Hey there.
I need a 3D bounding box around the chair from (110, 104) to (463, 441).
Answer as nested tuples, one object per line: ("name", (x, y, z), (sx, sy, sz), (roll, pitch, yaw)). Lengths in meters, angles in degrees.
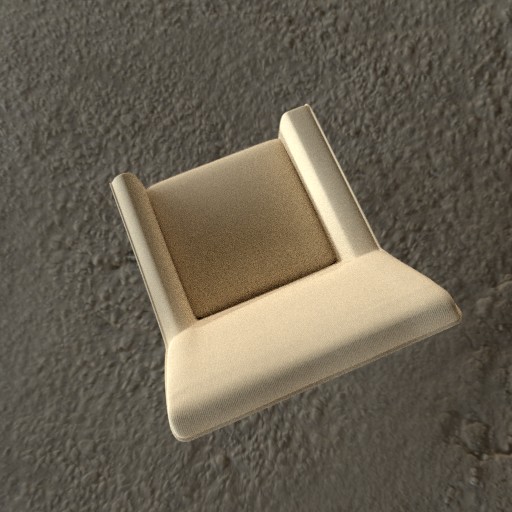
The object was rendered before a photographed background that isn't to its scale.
("chair", (0.000, 0.000, 1.587), (0.780, 0.919, 0.899), (-22, 78, -5))
